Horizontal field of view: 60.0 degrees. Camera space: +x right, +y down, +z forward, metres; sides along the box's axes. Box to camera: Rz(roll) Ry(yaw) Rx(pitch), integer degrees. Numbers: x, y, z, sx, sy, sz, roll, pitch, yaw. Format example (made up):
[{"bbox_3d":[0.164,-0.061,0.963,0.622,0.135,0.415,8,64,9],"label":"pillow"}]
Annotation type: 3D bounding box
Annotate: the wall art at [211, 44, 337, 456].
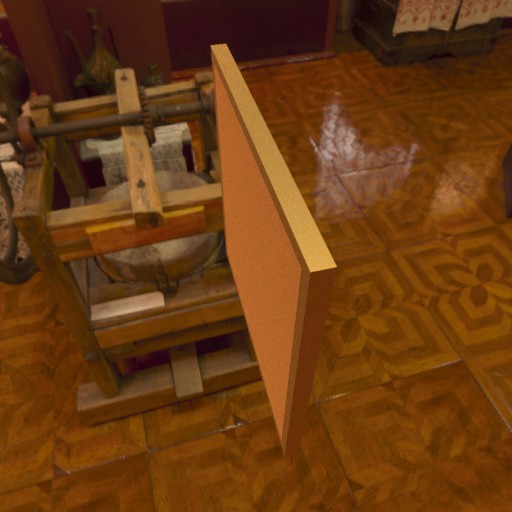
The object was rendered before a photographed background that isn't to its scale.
[{"bbox_3d":[0.000,0.000,2.896,0.099,1.926,1.926,-11,49,-10],"label":"wall art"}]
